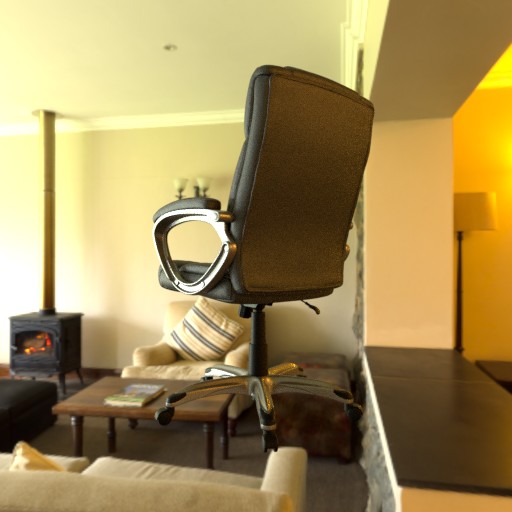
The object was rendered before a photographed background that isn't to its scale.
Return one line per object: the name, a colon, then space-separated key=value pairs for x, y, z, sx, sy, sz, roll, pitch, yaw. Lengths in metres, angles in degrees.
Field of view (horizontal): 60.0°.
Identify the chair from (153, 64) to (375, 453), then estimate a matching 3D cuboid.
chair: x=0.000 y=0.000 z=1.633 sx=0.721 sy=1.130 sz=0.719 roll=0 pitch=0 yaw=-39
